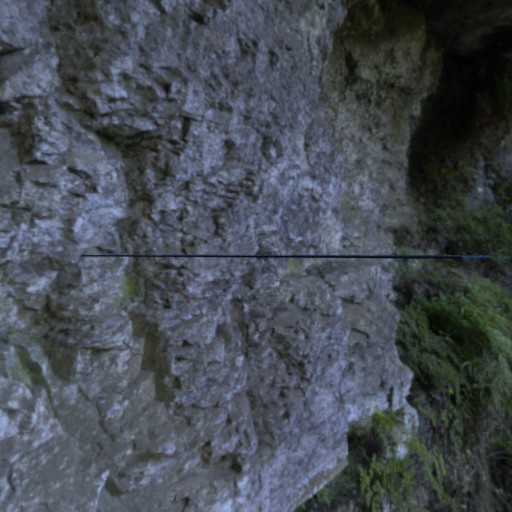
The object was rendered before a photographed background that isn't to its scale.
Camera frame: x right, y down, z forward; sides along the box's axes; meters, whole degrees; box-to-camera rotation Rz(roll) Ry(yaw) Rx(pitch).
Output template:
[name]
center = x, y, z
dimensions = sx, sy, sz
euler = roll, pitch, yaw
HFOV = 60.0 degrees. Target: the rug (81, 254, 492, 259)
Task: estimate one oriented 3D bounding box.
[rug]
center = 0.000, 0.000, 2.677
dimensions = 2.448, 0.012, 0.769
euler = 0, 0, 35
